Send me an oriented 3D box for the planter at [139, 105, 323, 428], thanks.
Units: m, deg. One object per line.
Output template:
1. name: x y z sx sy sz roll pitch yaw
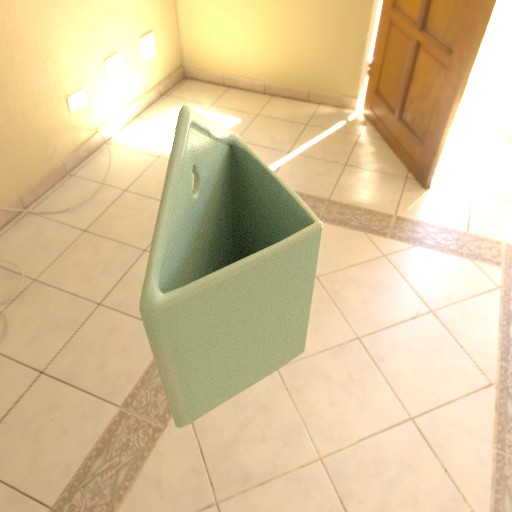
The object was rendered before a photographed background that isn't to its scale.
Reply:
1. planter: 0.000 0.000 0.285 0.079 0.197 0.164 10 47 9
